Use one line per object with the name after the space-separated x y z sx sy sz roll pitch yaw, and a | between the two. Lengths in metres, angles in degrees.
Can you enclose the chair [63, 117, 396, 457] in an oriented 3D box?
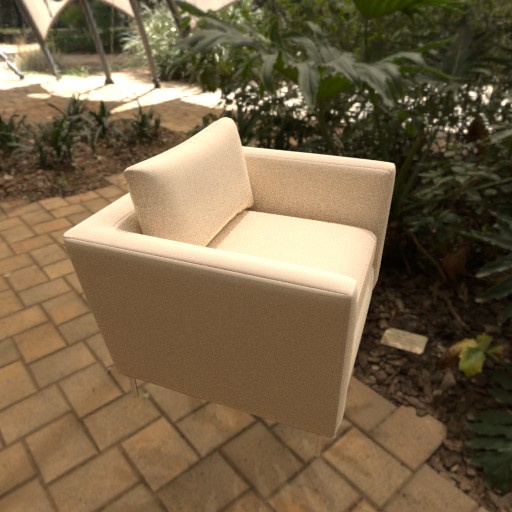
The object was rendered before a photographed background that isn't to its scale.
0.000 0.000 1.713 0.889 0.865 1.041 11 32 18 | chair
